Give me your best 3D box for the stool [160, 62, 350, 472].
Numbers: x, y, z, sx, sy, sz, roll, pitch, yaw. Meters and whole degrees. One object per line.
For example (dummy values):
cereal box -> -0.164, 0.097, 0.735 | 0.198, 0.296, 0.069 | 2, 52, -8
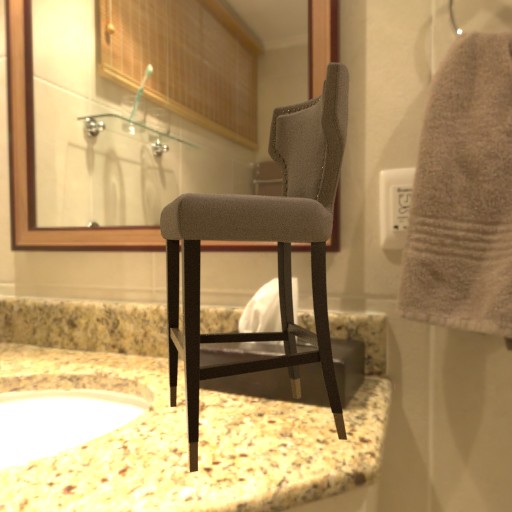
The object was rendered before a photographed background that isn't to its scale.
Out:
stool -> 0.000, 0.000, 1.420 | 0.563, 1.092, 0.526 | -1, 2, -17
